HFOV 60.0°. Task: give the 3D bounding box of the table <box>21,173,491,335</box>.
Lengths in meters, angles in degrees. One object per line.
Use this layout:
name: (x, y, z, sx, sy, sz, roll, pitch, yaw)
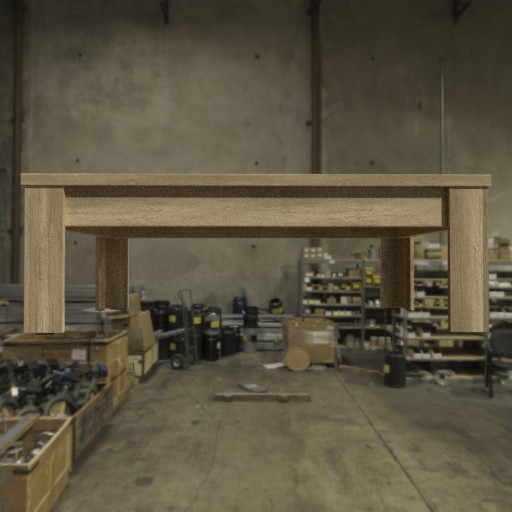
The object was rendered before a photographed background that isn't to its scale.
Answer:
table: (0.000, 0.000, 1.618, 1.350, 0.460, 0.700, 0, -1, -1)
